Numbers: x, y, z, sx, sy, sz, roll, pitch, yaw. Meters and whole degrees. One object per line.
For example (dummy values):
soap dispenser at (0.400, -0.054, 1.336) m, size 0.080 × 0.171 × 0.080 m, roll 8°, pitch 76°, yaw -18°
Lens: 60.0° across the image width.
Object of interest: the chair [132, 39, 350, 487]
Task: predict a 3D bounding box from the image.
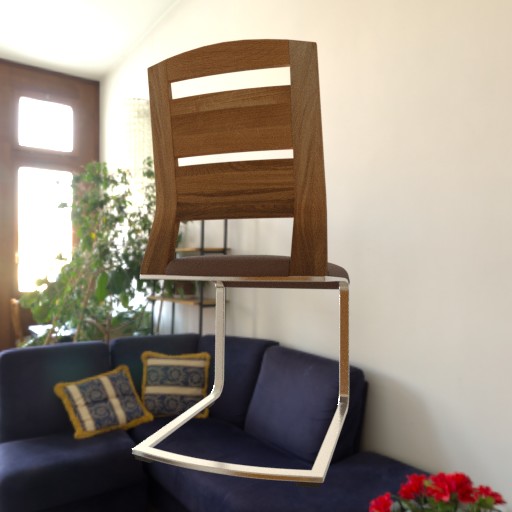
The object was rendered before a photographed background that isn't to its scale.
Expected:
chair at (0.000, 0.000, 1.236) m, size 0.460 × 0.970 × 0.570 m, roll 0°, pitch -1°, yaw 18°
